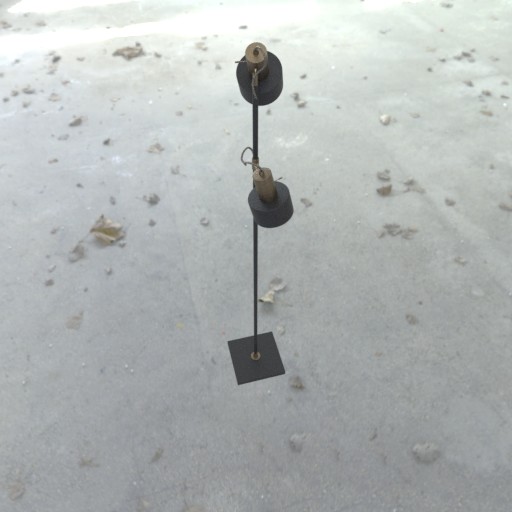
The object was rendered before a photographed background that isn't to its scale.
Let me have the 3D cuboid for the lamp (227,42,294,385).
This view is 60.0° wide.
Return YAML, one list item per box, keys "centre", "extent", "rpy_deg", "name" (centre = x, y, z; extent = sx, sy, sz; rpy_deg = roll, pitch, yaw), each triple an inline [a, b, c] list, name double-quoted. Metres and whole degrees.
- centre: [0.000, 0.000, 1.616]
  extent: [0.233, 1.505, 0.315]
  rpy_deg: [-11, 48, -10]
  name: "lamp"
